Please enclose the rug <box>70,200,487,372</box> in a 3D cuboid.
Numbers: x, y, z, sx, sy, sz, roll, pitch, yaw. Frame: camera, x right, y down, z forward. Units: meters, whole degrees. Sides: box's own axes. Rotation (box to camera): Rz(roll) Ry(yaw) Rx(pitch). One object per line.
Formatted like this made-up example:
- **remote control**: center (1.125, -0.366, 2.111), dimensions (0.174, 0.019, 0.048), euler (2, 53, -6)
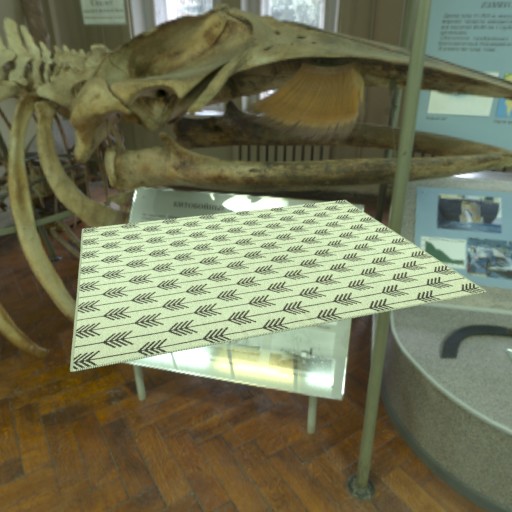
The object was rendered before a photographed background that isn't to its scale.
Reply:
- **rug**: center (0.000, 0.000, 4.043), dimensions (3.061, 0.010, 2.330), euler (-8, 27, -16)
